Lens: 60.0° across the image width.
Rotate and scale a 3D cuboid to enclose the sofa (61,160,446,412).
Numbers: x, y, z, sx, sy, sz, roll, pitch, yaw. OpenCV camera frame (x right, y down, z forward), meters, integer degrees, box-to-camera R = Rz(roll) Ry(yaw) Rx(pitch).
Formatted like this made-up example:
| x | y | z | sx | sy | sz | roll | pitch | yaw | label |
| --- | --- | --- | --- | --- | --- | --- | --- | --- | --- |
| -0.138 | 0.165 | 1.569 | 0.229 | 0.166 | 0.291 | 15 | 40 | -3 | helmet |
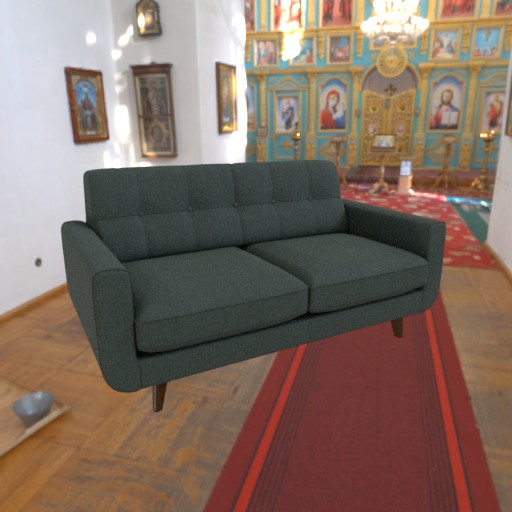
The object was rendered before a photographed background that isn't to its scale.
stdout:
| x | y | z | sx | sy | sz | roll | pitch | yaw | label |
| --- | --- | --- | --- | --- | --- | --- | --- | --- | --- |
| 0.000 | 0.000 | 2.138 | 1.631 | 0.841 | 0.909 | -9 | 18 | -28 | sofa |
